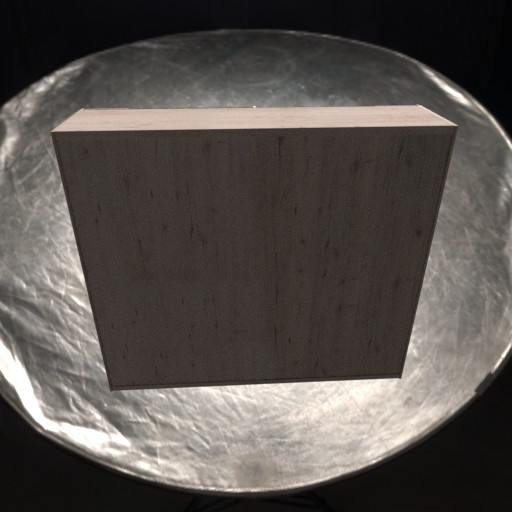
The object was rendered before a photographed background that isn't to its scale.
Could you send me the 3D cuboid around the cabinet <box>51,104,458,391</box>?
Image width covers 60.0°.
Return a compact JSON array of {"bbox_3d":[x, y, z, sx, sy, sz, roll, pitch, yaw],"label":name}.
[{"bbox_3d":[0.000,0.000,3.543,2.500,2.180,0.660,-2,30,-3],"label":"cabinet"}]
